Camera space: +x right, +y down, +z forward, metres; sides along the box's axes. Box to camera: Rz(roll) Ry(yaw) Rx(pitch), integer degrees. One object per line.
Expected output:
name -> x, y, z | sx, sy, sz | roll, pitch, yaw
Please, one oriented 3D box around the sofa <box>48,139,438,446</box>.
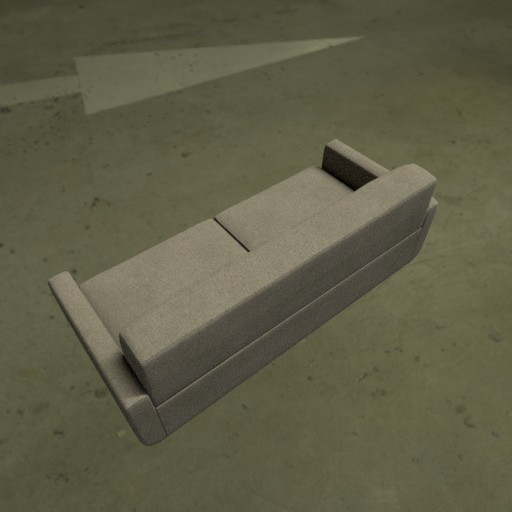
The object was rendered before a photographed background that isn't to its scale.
sofa -> 0.000, 0.000, 2.523 | 2.029, 0.841, 0.909 | -30, 54, -25
